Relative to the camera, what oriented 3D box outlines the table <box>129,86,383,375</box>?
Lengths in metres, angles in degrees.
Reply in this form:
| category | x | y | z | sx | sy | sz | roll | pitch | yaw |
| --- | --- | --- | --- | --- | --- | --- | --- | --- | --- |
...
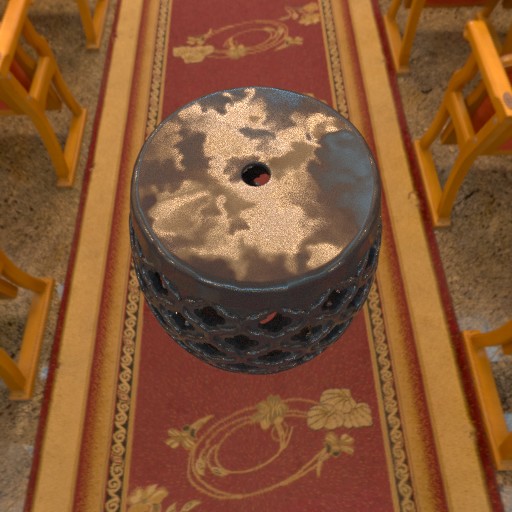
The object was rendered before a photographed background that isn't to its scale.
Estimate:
| category | x | y | z | sx | sy | sz | roll | pitch | yaw |
| --- | --- | --- | --- | --- | --- | --- | --- | --- | --- |
| table | 0.000 | 0.000 | 0.632 | 0.325 | 0.388 | 0.325 | 0 | 64 | 0 |
